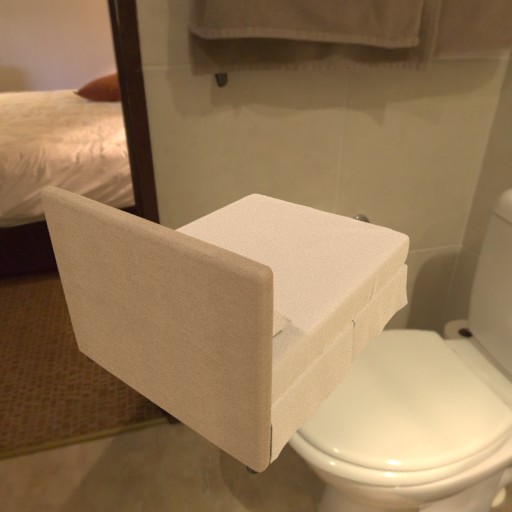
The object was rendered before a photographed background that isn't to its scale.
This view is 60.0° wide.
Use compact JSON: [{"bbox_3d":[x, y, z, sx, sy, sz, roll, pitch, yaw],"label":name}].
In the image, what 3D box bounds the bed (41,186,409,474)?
[{"bbox_3d":[0.000,0.000,3.243,1.713,1.330,2.162,20,35,32],"label":"bed"}]
